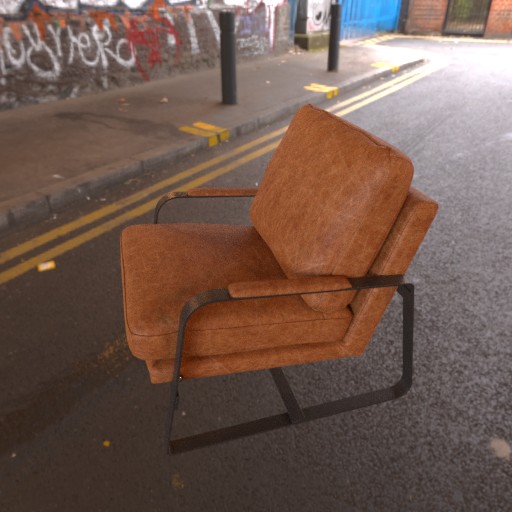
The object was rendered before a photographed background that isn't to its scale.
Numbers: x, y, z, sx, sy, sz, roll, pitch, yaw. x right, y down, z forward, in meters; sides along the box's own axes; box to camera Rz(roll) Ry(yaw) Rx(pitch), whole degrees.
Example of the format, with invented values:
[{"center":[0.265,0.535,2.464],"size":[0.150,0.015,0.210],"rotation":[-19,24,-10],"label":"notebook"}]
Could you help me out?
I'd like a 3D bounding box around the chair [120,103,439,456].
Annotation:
[{"center":[0.000,0.000,1.347],"size":[0.801,0.777,0.651],"rotation":[-9,32,-14],"label":"chair"}]
